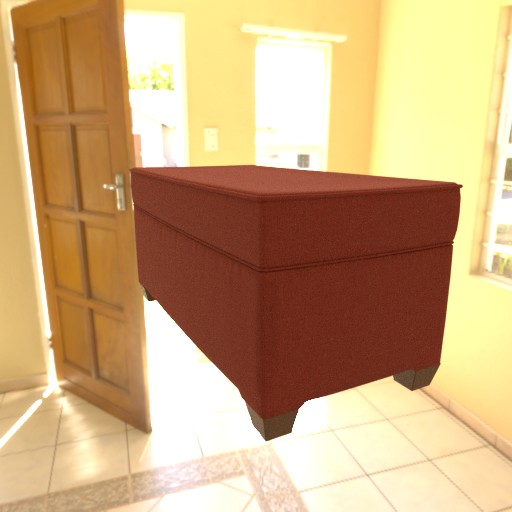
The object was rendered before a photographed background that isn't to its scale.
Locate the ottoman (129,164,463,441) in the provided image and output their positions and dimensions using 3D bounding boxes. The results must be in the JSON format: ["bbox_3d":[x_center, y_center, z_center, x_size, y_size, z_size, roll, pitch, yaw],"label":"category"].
[{"bbox_3d":[0.000,0.000,1.232,0.497,0.454,0.948,-7,16,-27],"label":"ottoman"}]
